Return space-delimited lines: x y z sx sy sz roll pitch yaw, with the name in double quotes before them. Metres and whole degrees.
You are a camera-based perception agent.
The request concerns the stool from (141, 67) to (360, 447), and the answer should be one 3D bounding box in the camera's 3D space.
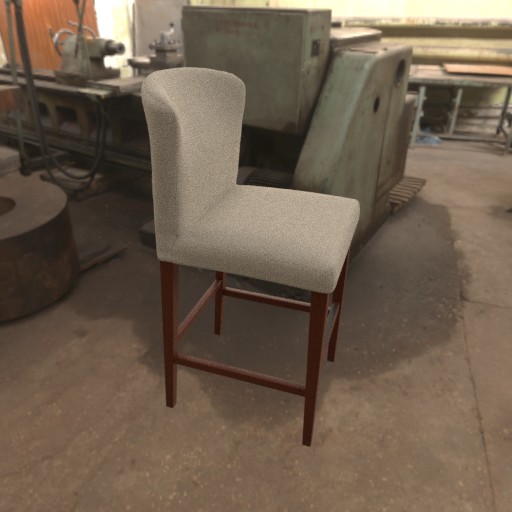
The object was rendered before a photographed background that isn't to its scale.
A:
"stool" 0.000 0.000 1.393 0.568 1.069 0.481 10 31 17
